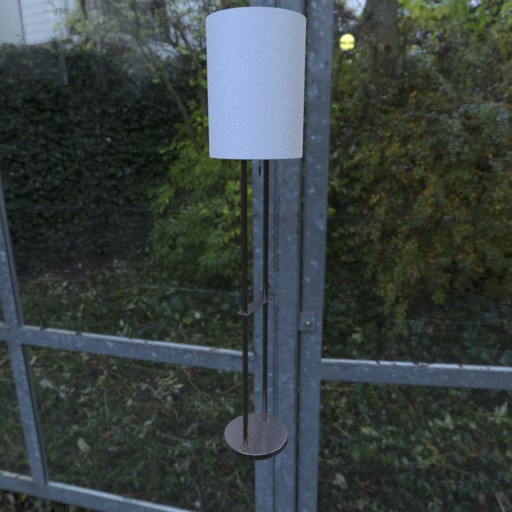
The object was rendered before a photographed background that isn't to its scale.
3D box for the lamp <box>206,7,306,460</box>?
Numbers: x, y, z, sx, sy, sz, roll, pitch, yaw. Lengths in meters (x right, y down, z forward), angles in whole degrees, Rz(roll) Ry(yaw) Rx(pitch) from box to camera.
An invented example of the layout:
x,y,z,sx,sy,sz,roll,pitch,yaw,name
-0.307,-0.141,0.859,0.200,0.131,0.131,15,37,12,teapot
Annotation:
x,y,z,sx,sy,sz,roll,pitch,yaw,name
0.000,0.000,1.559,0.305,1.500,0.306,8,17,26,lamp
